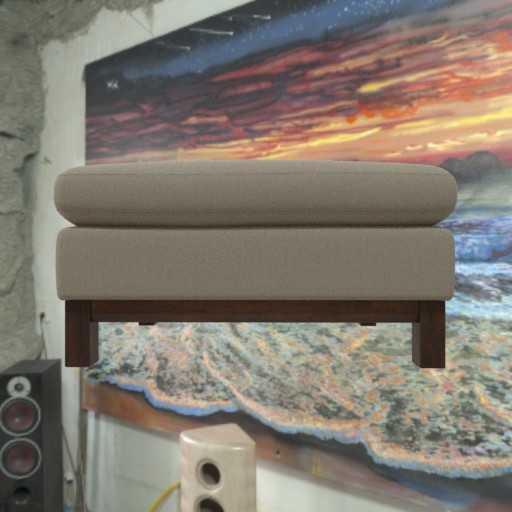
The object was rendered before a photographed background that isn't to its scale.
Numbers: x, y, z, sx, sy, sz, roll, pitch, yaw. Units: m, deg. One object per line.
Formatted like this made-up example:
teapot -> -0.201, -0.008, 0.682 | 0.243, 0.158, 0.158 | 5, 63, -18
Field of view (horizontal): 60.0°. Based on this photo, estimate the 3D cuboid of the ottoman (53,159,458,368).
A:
ottoman -> 0.000, 0.000, 1.102 | 0.771, 0.420, 0.606 | 0, 0, 1
